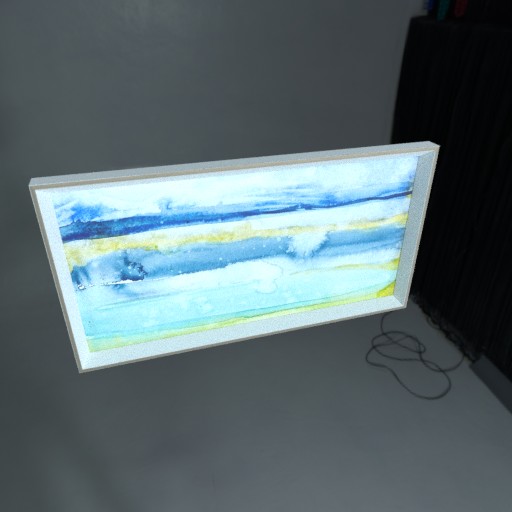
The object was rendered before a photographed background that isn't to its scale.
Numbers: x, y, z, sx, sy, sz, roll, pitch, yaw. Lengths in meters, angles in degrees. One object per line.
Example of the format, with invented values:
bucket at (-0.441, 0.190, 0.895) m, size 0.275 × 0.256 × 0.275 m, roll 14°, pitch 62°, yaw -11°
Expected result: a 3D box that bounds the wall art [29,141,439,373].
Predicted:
wall art at (0.000, 0.000, 0.972) m, size 0.812 × 0.431 × 0.038 m, roll -9°, pitch 31°, yaw -15°
